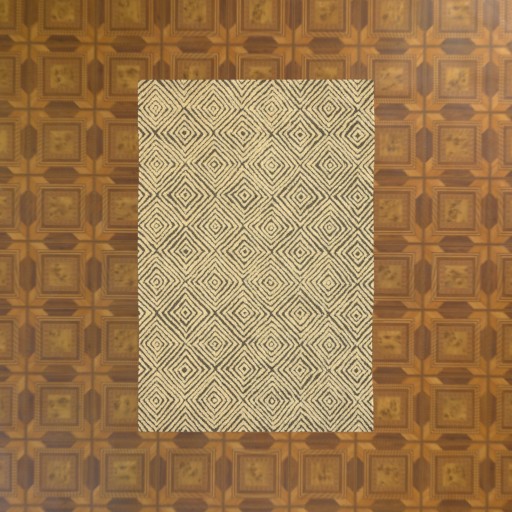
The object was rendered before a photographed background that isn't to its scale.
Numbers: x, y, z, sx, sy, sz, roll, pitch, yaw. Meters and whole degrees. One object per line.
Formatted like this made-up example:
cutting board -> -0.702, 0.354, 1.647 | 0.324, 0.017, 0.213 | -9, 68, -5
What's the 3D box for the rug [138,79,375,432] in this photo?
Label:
rug -> 0.000, 0.000, 2.206 | 1.177, 0.004, 1.750 | 0, 90, 0
